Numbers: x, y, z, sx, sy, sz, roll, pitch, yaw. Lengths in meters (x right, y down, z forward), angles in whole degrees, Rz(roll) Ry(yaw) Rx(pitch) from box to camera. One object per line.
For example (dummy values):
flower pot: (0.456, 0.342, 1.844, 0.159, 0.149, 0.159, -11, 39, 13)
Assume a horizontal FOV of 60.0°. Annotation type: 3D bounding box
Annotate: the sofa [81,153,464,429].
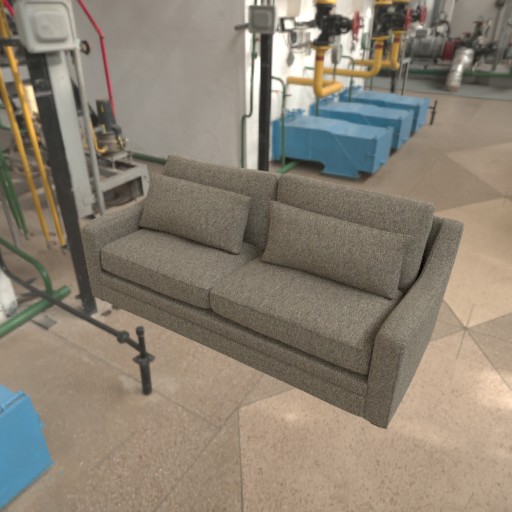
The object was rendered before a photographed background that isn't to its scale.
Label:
sofa: (0.000, 0.000, 3.087, 2.418, 0.998, 1.103, 18, 34, 27)
